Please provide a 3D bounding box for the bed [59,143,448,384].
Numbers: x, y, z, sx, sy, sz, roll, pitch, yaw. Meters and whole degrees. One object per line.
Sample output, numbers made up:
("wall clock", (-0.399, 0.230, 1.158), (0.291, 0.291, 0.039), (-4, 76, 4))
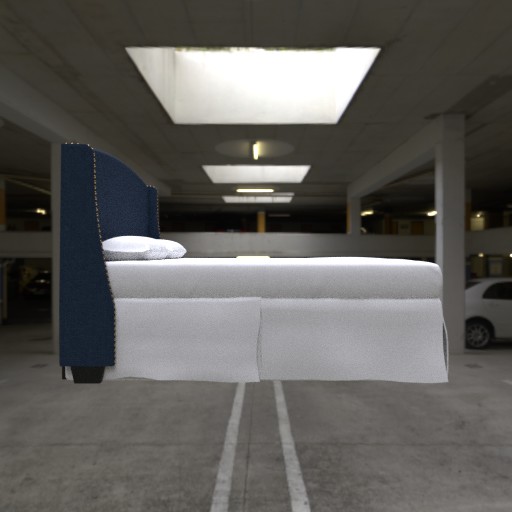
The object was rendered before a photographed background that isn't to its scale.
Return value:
("bed", (0.000, 0.000, 3.229), (2.223, 1.402, 1.604), (0, 0, 0))
